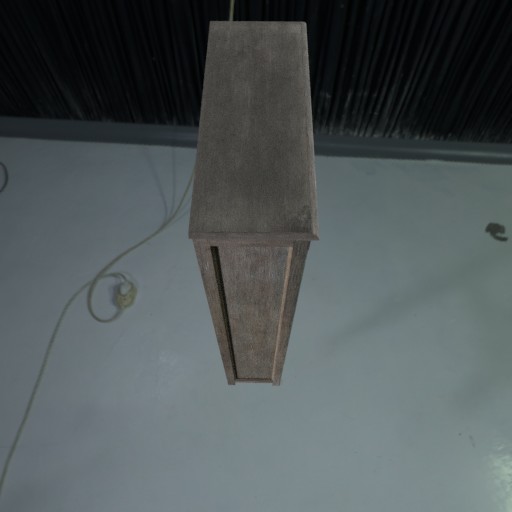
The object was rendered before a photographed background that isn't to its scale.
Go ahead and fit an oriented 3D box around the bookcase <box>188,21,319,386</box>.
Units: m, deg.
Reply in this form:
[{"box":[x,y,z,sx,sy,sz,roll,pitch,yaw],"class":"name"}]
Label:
[{"box":[0.000,0.000,2.197,0.348,1.880,0.906,1,61,0],"class":"bookcase"}]
